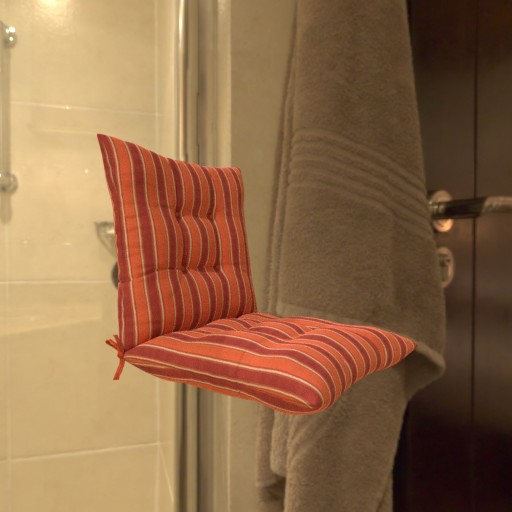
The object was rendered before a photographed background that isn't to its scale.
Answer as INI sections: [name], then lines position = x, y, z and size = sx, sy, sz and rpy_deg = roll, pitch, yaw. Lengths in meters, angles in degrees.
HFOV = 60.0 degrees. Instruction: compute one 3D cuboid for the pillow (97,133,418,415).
[pillow]
position = 0.000, 0.000, 1.016
size = 0.585, 0.536, 0.541
rpy_deg = 0, 1, 36
